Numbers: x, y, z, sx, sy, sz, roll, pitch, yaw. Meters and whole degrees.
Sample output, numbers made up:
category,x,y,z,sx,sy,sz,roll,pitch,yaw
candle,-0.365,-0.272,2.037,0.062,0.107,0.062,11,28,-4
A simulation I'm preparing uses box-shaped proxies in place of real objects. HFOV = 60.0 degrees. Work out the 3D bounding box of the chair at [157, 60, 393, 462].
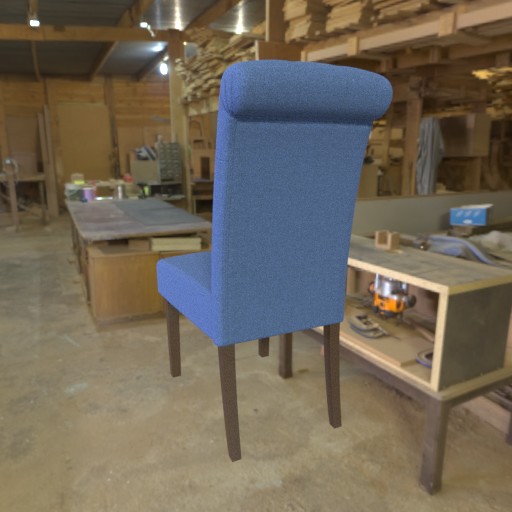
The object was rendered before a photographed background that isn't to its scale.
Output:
category,x,y,z,sx,sy,sz,roll,pitch,yaw
chair,0.000,0.000,1.348,0.456,1.006,0.671,-7,15,-25
